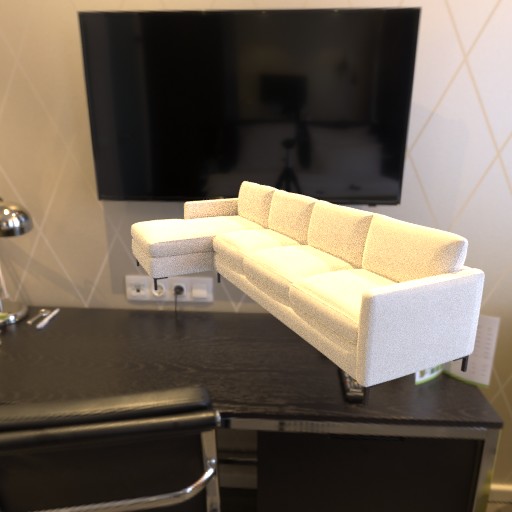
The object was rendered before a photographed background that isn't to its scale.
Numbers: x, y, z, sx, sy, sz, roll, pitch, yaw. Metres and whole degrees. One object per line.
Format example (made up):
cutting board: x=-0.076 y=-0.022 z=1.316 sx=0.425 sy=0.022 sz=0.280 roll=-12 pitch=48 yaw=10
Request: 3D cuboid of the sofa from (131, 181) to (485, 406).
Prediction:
sofa: x=0.000 y=0.000 z=3.676 sx=1.467 sy=0.875 sz=3.186 roll=-8 pitch=18 yaw=-25
